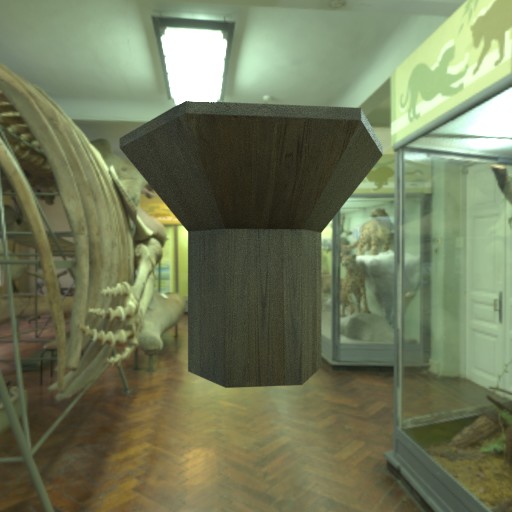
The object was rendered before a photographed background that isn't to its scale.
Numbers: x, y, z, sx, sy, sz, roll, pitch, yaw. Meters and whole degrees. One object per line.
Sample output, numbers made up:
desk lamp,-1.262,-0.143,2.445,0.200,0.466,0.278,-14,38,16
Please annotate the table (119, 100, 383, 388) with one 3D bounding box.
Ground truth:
table,0.000,0.000,1.145,0.592,0.586,0.683,0,0,-37
